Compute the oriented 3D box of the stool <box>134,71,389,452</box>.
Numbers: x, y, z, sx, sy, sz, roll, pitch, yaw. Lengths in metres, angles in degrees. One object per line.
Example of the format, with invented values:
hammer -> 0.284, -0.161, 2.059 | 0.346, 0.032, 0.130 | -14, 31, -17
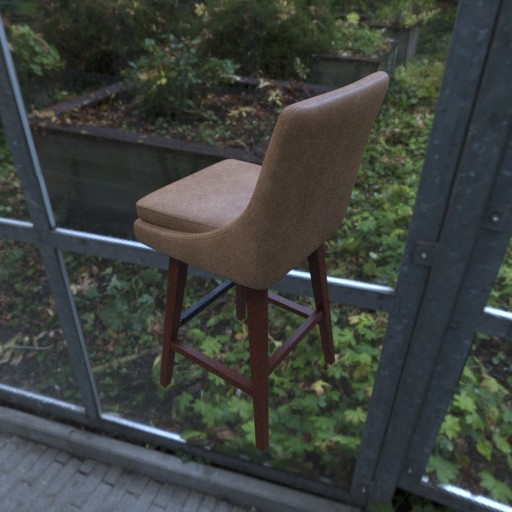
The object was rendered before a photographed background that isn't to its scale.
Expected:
stool -> 0.000, 0.000, 1.385 | 0.572, 1.079, 0.487 | 22, 39, 30
